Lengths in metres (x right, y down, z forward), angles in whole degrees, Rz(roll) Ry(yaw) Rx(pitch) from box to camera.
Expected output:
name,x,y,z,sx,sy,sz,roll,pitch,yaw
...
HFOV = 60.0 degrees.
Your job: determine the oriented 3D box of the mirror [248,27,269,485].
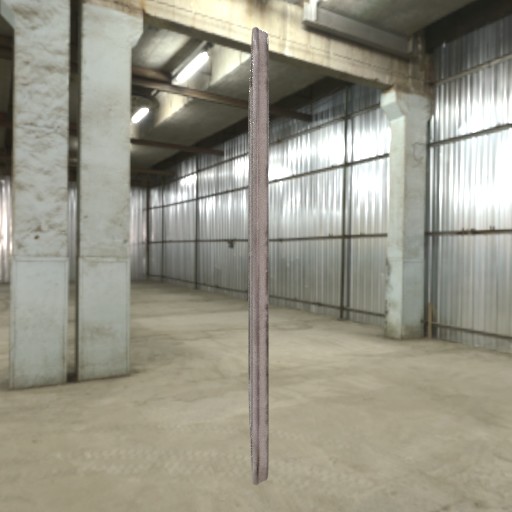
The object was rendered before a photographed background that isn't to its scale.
name,x,y,z,sx,sy,sz,roll,pitch,yaw
mirror,0.000,0.000,0.873,0.024,0.713,0.461,0,0,-2
